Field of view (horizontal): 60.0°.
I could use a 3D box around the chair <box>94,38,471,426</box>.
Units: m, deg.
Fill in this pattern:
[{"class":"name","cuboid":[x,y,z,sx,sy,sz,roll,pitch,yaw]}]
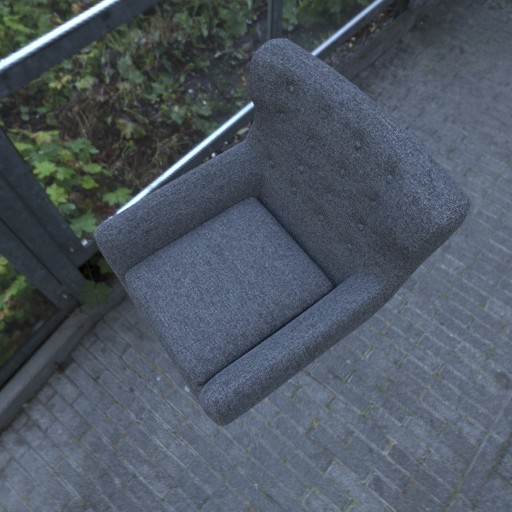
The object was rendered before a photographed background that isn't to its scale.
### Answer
[{"class":"chair","cuboid":[0.000,0.000,1.686,0.940,1.039,0.889,-33,67,-16]}]
